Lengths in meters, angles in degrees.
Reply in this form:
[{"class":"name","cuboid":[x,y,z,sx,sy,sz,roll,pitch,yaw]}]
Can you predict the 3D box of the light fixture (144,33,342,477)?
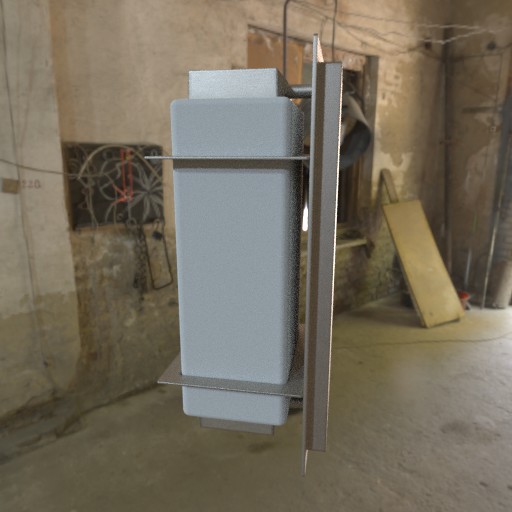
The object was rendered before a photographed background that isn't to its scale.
[{"class":"light fixture","cuboid":[0.000,0.000,0.459,0.160,0.380,0.168,3,14,10]}]
